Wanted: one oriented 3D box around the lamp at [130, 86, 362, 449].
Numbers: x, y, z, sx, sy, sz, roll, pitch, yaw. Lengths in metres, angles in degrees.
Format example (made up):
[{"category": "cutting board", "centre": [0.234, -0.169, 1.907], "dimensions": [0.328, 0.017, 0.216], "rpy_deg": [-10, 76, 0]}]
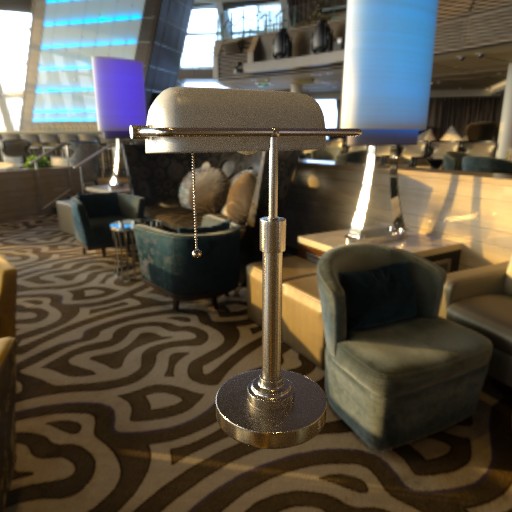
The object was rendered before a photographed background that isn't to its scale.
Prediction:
[{"category": "lamp", "centre": [0.000, 0.000, 0.563], "dimensions": [0.269, 0.404, 0.227], "rpy_deg": [-8, 18, -27]}]
